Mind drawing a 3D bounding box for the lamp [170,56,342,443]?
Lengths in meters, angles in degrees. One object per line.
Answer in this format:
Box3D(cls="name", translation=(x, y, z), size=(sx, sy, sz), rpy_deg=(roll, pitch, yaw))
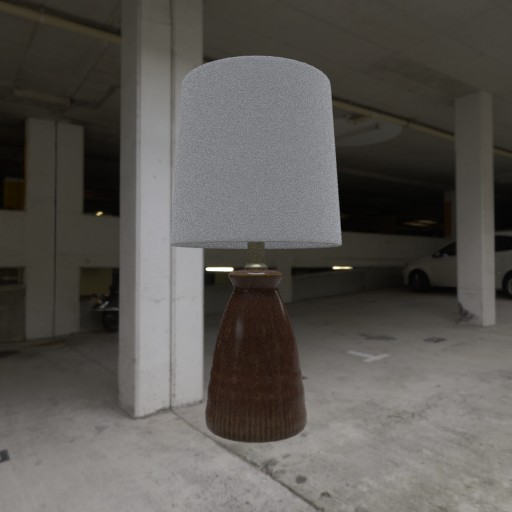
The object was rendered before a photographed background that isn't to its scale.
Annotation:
Box3D(cls="lamp", translation=(0.000, 0.000, 0.490), size=(0.186, 0.369, 0.186), rpy_deg=(0, -1, 0))
